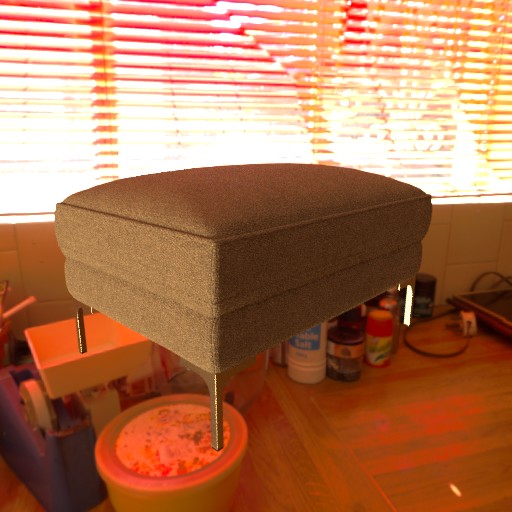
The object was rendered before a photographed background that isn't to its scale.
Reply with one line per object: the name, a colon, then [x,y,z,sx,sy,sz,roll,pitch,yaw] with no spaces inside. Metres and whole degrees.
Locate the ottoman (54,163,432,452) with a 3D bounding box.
ottoman: [0.000,0.000,1.153,0.583,0.464,0.785,14,21,42]
